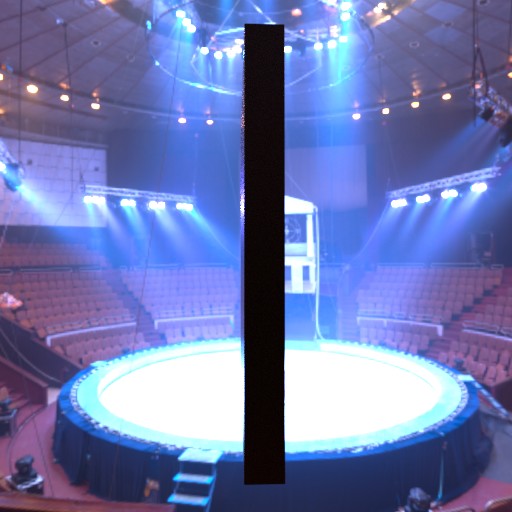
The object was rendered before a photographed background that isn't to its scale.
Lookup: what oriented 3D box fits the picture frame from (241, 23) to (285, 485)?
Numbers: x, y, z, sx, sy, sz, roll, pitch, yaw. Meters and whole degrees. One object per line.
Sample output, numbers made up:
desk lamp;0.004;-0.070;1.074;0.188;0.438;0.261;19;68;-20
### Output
picture frame;0.000;0.000;0.528;0.034;0.378;0.328;0;-1;-2
